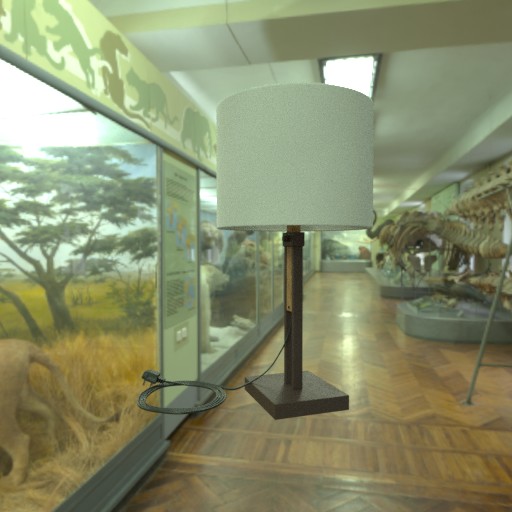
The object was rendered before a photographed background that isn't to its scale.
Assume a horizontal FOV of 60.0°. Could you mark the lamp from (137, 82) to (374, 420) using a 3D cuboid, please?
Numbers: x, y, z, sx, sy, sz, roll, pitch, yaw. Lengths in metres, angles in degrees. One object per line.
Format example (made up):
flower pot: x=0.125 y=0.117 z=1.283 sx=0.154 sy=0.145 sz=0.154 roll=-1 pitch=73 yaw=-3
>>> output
lamp: x=0.000 y=0.000 z=1.018 sx=0.525 sy=0.668 sz=0.396 roll=0 pitch=1 yaw=-19
